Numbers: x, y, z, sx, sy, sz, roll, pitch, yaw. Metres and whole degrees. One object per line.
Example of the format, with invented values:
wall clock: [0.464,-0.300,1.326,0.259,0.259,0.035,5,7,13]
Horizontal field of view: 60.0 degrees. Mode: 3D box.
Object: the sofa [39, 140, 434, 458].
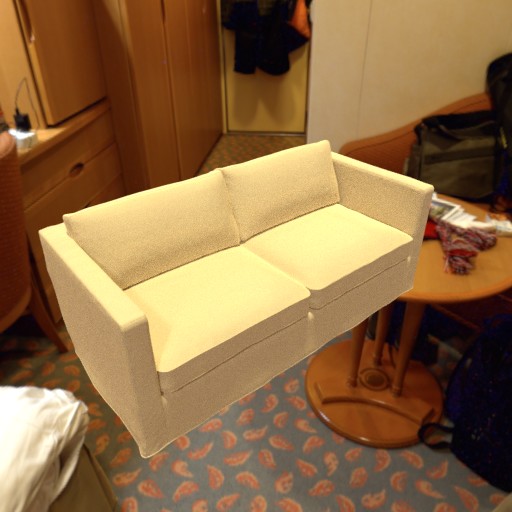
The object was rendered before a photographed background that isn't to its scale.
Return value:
sofa: [0.000,0.000,2.495,1.987,0.870,0.940,-23,39,-33]
